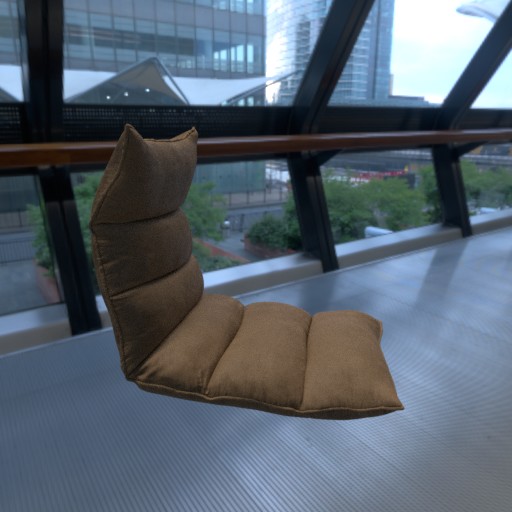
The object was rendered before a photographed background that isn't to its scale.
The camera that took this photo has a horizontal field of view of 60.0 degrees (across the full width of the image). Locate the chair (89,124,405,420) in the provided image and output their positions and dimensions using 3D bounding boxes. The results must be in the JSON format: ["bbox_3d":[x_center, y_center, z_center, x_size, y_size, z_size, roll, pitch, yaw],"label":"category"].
[{"bbox_3d":[0.000,0.000,1.579,0.985,0.892,0.714,3,16,10],"label":"chair"}]
